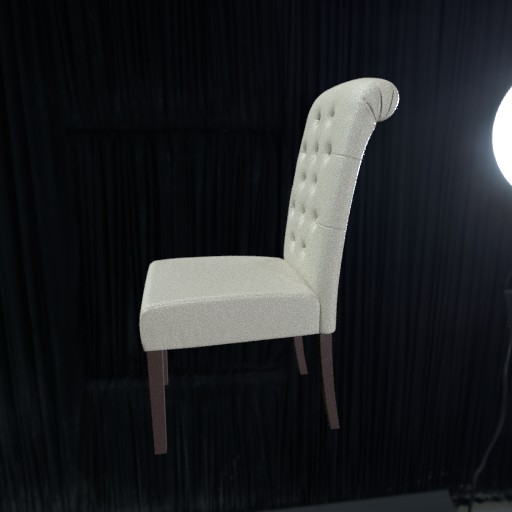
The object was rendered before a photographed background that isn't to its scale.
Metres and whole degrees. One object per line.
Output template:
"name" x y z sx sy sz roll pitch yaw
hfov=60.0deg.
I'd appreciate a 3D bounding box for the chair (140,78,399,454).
"chair" 0.000 0.000 1.352 0.671 1.006 0.456 -3 14 -10
